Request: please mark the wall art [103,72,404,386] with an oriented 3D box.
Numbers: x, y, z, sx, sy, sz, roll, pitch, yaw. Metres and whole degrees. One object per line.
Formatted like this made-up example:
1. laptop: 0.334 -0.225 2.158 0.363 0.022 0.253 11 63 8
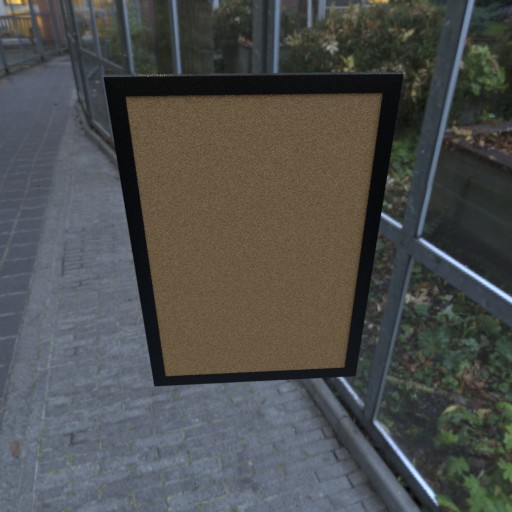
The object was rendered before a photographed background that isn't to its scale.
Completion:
1. wall art: 0.000 0.000 0.855 0.462 0.656 0.019 -2 31 -3
